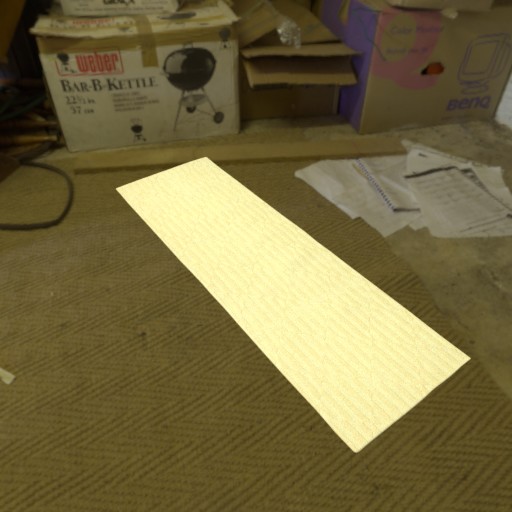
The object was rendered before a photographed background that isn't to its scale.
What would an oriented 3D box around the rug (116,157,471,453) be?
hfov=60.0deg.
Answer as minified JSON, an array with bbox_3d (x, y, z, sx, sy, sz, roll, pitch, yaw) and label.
[{"bbox_3d":[0.000,0.000,2.709,0.793,0.014,2.450,-26,48,-26],"label":"rug"}]
